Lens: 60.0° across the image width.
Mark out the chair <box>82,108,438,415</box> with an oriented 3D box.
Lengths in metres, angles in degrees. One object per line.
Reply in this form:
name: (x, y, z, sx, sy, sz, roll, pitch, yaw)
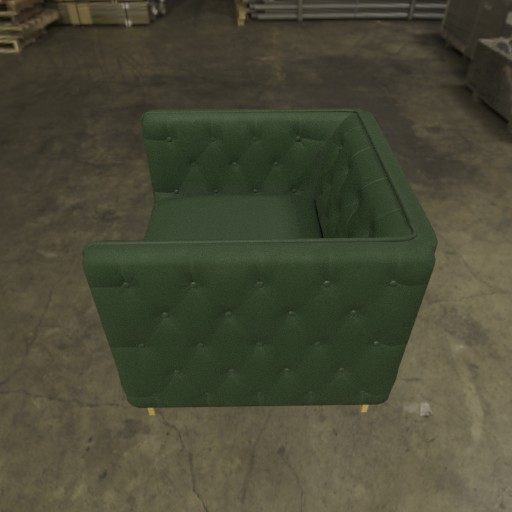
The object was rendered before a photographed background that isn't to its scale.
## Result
chair: (0.000, 0.000, 1.575, 0.855, 0.768, 0.917, -1, 40, -1)
